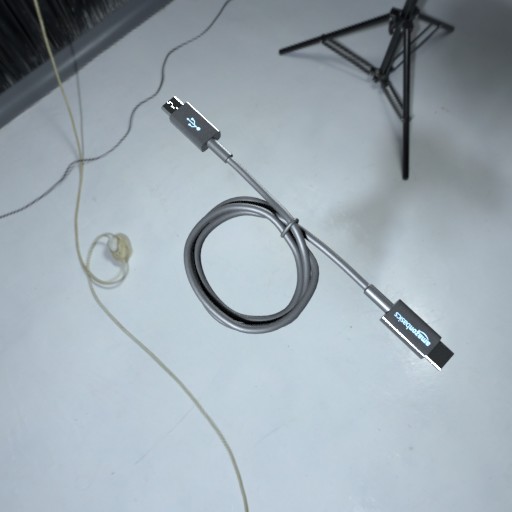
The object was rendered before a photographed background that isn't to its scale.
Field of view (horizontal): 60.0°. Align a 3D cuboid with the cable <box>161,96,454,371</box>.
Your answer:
[{"bbox_3d":[0.000,0.000,0.212,0.070,0.014,0.192,-43,78,-11],"label":"cable"}]
